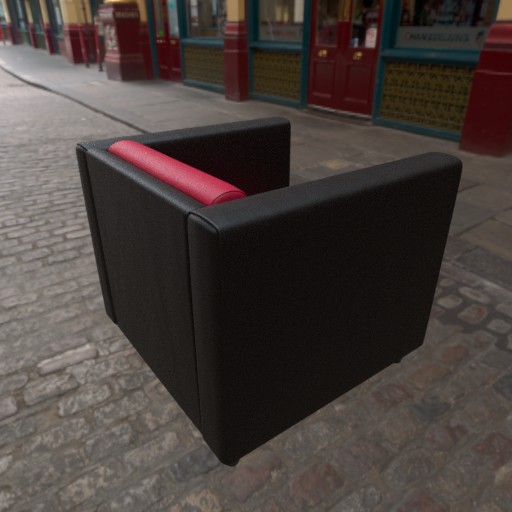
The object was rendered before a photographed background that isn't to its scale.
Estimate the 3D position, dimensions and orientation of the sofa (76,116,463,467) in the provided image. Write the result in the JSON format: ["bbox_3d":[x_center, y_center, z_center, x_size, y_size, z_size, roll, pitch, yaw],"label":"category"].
[{"bbox_3d":[0.000,0.000,1.441,0.809,0.724,0.839,-19,32,-32],"label":"sofa"}]
